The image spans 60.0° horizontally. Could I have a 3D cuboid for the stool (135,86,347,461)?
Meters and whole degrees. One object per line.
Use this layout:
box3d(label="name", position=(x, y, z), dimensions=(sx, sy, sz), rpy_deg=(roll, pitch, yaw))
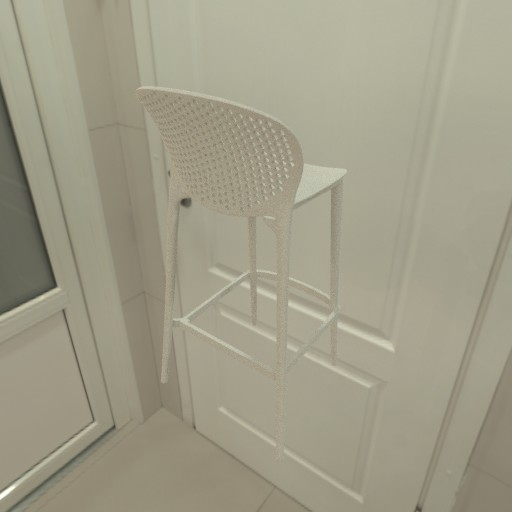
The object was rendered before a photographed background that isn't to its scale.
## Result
box3d(label="stool", position=(0.000, 0.000, 1.364), dimensions=(0.536, 1.045, 0.535), rpy_deg=(21, 37, 32))
